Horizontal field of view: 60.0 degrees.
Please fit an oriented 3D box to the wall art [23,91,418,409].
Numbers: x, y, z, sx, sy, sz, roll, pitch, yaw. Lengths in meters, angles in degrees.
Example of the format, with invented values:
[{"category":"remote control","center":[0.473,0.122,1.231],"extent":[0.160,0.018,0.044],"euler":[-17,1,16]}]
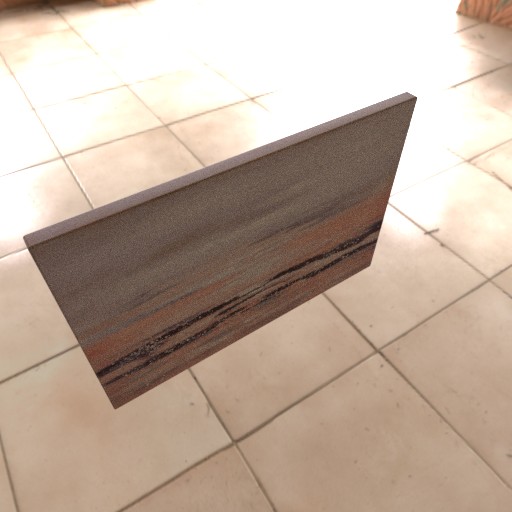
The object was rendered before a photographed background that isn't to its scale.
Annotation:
[{"category":"wall art","center":[0.000,0.000,1.123],"extent":[0.913,0.609,0.038],"euler":[-26,52,-22]}]
